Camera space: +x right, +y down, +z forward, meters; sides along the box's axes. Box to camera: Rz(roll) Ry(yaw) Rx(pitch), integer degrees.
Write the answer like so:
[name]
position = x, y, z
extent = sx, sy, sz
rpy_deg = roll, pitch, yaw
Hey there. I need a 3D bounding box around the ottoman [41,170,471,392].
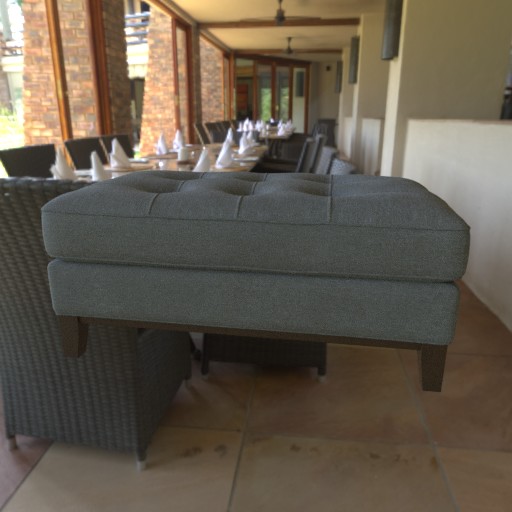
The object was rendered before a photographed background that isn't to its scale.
[ottoman]
position = 0.000, 0.000, 1.463
extent = 1.143, 0.514, 0.648
rpy_deg = 3, 18, 9
